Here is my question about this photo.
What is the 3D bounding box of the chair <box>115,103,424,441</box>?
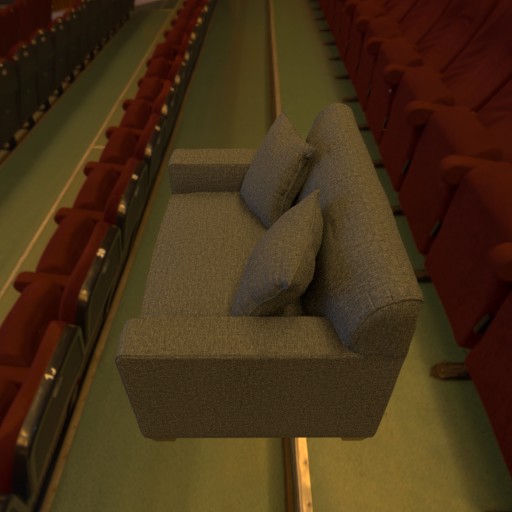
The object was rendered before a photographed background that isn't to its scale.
[{"bbox_3d":[0.000,0.000,2.045,1.000,0.948,1.383,0,42,0],"label":"chair"}]
